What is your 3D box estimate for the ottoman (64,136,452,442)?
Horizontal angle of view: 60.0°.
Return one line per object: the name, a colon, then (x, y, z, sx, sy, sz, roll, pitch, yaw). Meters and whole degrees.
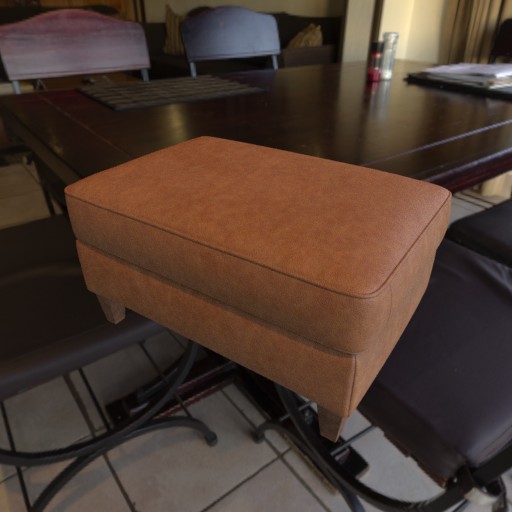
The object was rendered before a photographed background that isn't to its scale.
ottoman: (0.000, 0.000, 1.217, 0.864, 0.483, 0.584, 19, 36, 29)
